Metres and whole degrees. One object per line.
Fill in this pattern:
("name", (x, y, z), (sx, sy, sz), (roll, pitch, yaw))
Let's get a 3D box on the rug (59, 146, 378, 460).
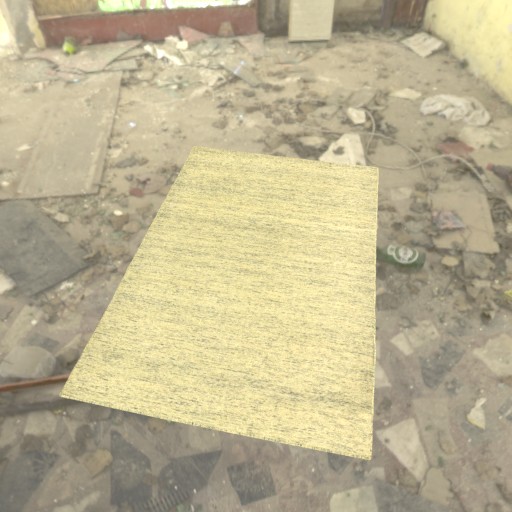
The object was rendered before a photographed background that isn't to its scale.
("rug", (0.000, 0.000, 2.833), (1.523, 0.017, 2.263), (8, 47, 8))
